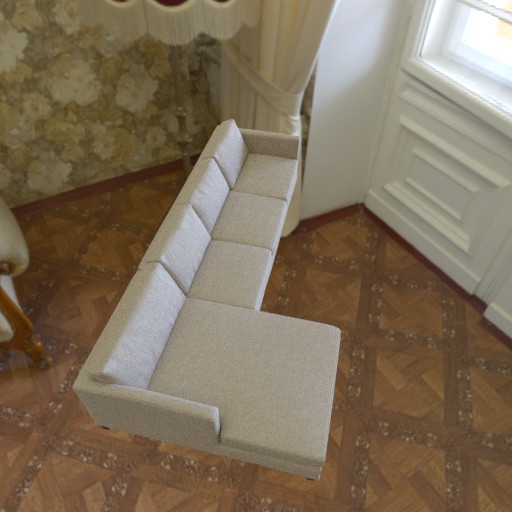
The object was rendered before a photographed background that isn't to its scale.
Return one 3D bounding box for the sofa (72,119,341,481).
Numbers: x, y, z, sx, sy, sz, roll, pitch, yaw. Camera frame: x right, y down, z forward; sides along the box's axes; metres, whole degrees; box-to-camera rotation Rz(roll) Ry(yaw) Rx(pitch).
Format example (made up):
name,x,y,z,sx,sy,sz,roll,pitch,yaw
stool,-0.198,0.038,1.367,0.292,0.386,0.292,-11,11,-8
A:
name,x,y,z,sx,sy,sz,roll,pitch,yaw
sofa,0.000,0.000,3.858,1.625,0.846,3.186,10,48,9
